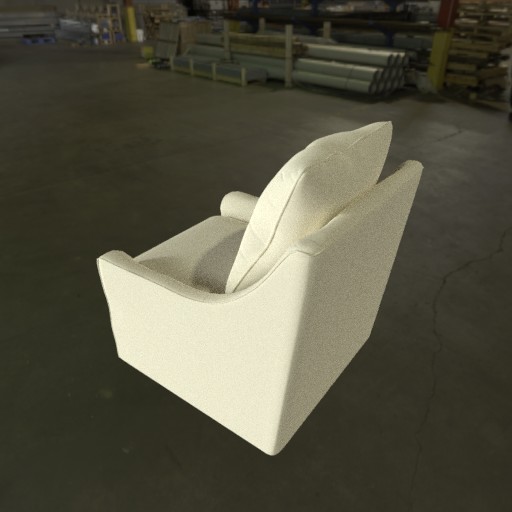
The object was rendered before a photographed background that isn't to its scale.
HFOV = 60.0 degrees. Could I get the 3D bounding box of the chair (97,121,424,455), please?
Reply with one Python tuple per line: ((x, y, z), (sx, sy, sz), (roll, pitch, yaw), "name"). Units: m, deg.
((0.000, 0.000, 1.617), (0.876, 0.965, 0.756), (21, 37, 31), "chair")
